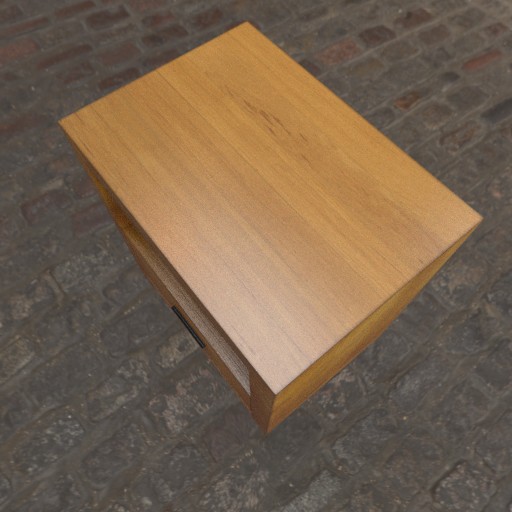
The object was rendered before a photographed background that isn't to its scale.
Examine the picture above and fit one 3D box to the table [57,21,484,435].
[{"bbox_3d":[0.000,0.000,0.947,0.400,0.605,0.550,-36,69,-16],"label":"table"}]
